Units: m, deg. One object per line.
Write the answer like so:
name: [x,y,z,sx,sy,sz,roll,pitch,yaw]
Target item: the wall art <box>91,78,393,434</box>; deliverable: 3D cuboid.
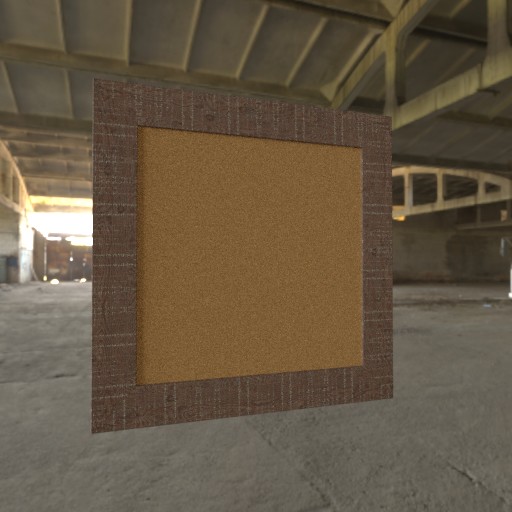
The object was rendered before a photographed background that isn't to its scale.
wall art: [0.000,0.000,0.767,0.531,0.531,0.040,0,-1,-19]
